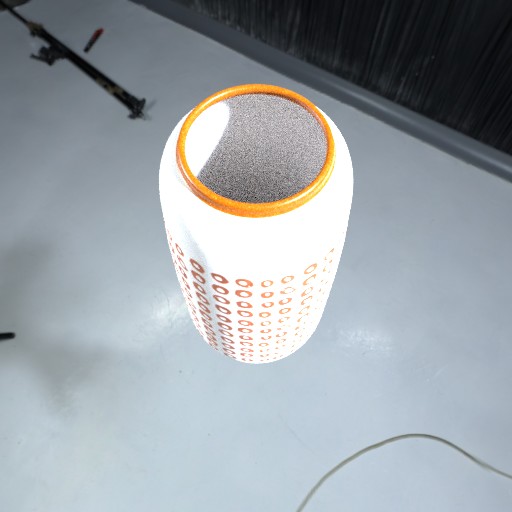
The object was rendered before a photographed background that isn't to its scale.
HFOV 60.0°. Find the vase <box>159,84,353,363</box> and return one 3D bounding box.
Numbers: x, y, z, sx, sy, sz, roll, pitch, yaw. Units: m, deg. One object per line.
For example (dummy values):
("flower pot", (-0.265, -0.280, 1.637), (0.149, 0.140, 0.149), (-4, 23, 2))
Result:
("vase", (0.000, 0.000, 0.358), (0.133, 0.282, 0.133), (0, 65, 0))
